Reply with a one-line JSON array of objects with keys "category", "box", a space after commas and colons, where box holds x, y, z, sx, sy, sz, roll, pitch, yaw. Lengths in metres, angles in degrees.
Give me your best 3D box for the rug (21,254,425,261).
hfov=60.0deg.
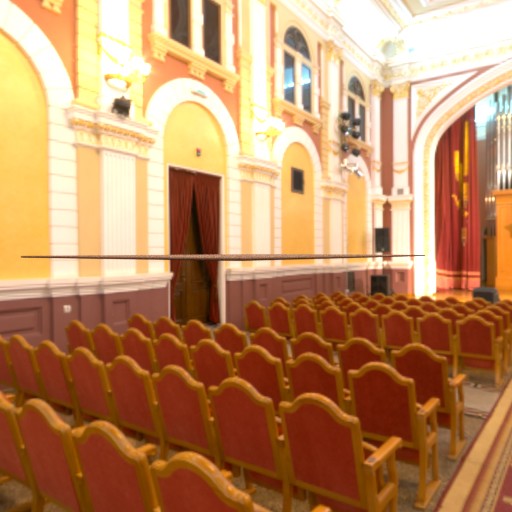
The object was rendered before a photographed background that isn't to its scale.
[{"category": "rug", "box": [0.000, 0.000, 2.892, 1.524, 0.011, 2.286, 0, 1, 36]}]
